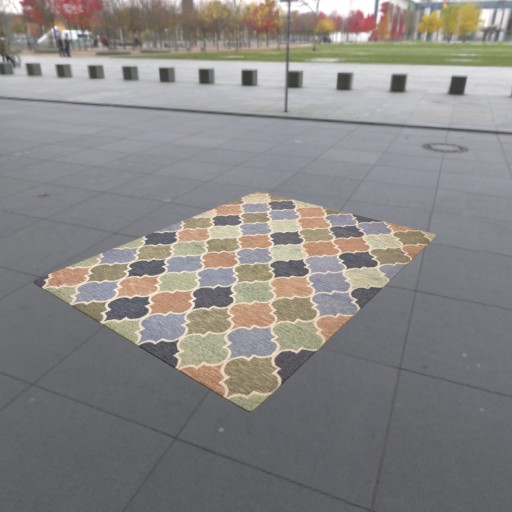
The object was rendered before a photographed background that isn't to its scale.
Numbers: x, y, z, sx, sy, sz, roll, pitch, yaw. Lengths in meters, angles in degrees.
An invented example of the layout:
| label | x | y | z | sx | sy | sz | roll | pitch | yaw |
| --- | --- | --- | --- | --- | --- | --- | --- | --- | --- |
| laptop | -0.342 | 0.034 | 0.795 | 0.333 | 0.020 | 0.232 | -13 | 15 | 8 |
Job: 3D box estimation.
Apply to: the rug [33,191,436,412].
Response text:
| label | x | y | z | sx | sy | sz | roll | pitch | yaw |
| --- | --- | --- | --- | --- | --- | --- | --- | --- | --- |
| rug | 0.000 | 0.000 | 4.304 | 2.439 | 0.013 | 3.200 | 19 | 32 | 34 |
